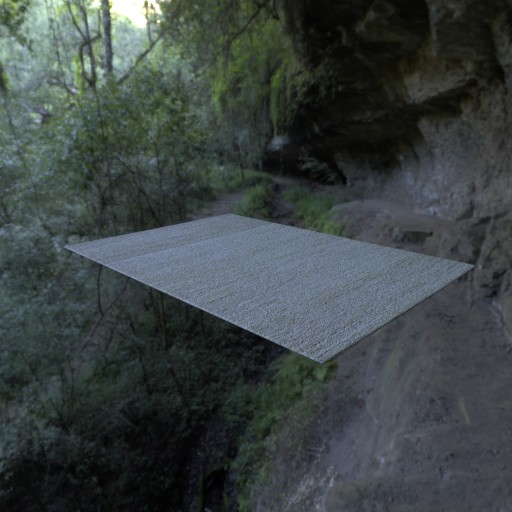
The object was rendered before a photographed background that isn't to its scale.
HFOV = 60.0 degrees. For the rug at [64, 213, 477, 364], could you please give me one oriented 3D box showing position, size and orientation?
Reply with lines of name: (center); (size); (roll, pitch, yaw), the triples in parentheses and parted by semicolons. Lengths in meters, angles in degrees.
rug: (0.000, 0.000, 5.123); (3.935, 0.025, 2.782); (16, 23, 42)
